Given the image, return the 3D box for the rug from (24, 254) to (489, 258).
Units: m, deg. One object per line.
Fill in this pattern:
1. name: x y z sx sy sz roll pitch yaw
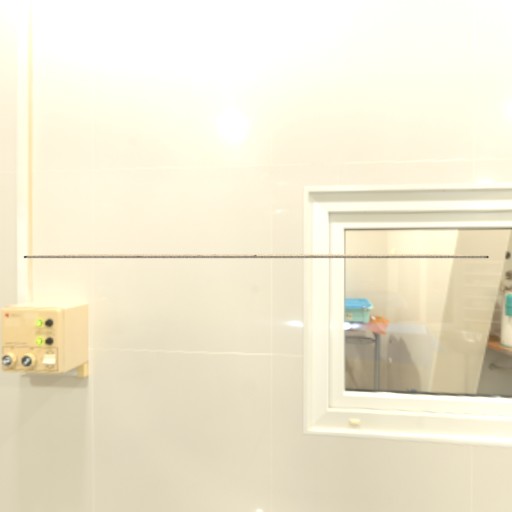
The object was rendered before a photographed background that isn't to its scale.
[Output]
1. rug: 0.000 0.000 2.698 2.438 0.012 0.762 0 1 0
